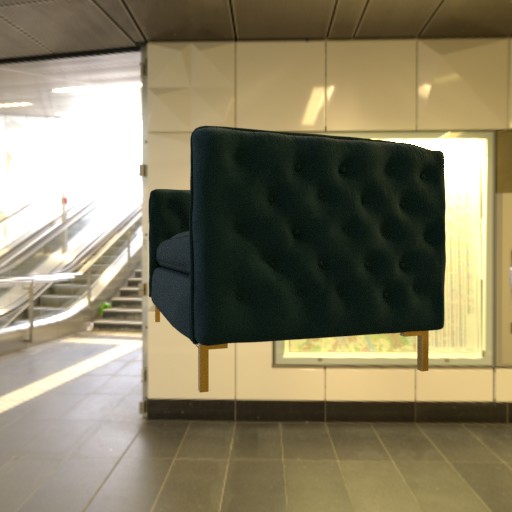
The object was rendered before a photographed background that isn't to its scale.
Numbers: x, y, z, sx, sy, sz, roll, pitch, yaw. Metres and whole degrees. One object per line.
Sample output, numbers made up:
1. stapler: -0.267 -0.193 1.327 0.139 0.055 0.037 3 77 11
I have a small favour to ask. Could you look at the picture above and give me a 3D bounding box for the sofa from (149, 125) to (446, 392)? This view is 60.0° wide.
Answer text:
1. sofa: 0.000 0.000 2.133 0.909 0.810 1.583 0 1 -18
